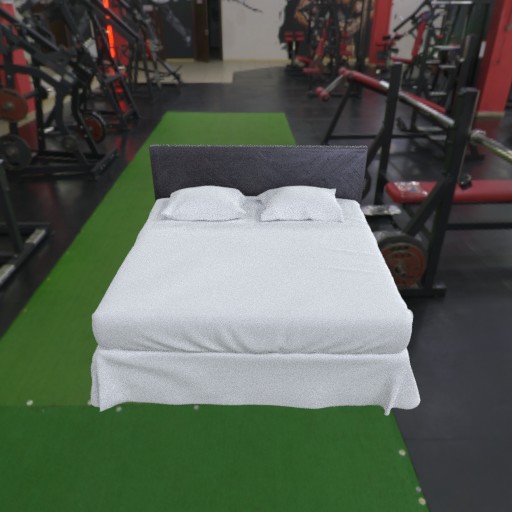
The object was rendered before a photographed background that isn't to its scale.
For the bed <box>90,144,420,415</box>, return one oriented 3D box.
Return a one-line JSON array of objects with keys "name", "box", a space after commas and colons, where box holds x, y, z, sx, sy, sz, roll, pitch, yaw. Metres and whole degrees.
[{"name": "bed", "box": [0.000, 0.000, 3.485, 2.255, 1.158, 2.165, 1, 30, 1]}]
